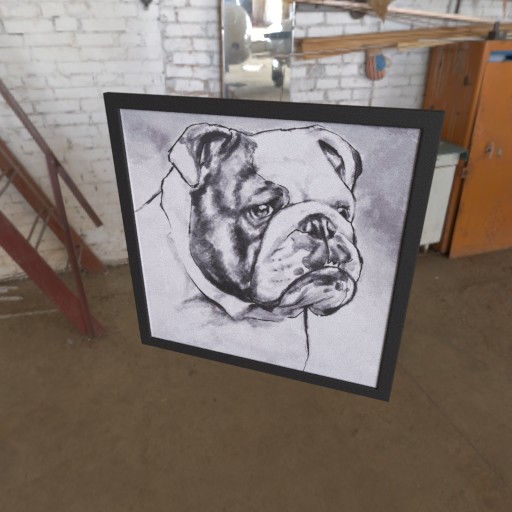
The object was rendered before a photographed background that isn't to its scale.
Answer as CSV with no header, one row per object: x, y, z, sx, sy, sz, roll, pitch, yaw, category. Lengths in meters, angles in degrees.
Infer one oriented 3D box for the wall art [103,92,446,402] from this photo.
0.000,0.000,0.833,0.562,0.558,0.012,9,30,16,wall art
